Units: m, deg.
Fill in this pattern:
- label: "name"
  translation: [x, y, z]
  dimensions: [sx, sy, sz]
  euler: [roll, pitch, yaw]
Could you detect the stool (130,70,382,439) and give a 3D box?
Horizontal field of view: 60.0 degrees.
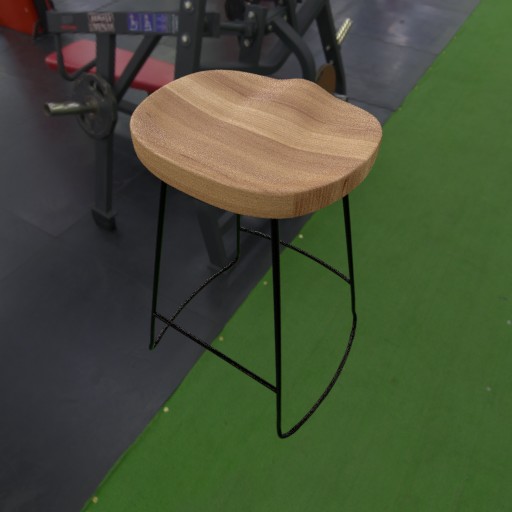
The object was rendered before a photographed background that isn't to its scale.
- label: "stool"
  translation: [0.000, 0.000, 0.963]
  dimensions: [0.480, 0.679, 0.401]
  euler: [27, 53, 22]
